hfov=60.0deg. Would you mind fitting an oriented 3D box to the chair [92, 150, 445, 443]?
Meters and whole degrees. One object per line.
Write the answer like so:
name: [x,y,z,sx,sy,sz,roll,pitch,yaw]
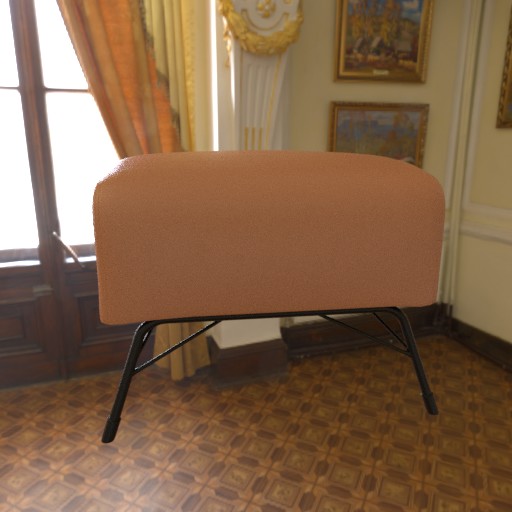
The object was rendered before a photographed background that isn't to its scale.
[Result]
chair: [0.000,0.000,0.882,0.530,0.410,0.530,-2,15,-7]
